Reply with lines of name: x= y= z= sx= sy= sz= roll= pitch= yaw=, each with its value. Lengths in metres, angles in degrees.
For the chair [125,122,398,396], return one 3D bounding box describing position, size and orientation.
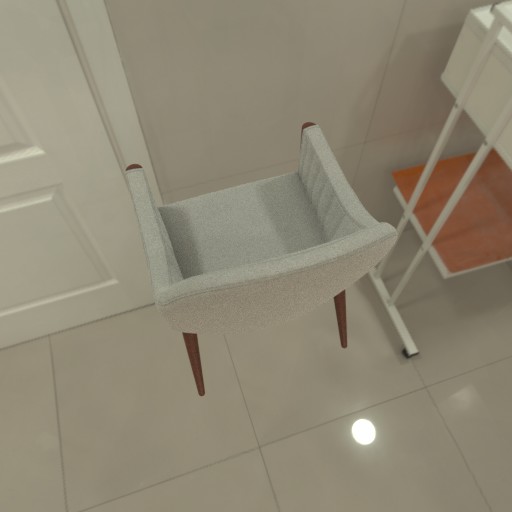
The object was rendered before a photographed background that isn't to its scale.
chair: x=0.000 y=0.000 z=1.301 sx=0.610 sy=0.889 sz=0.620 roll=-16 pitch=60 yaw=-10
